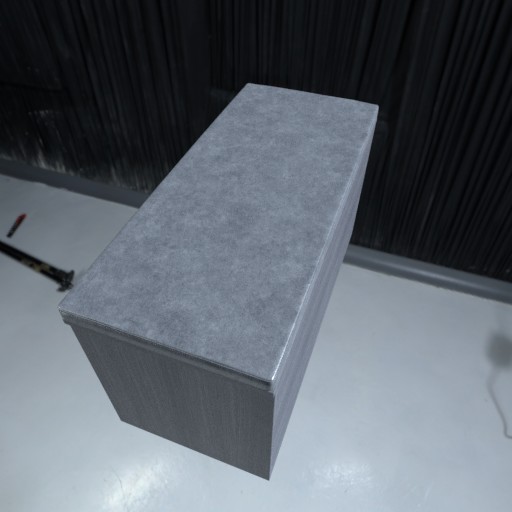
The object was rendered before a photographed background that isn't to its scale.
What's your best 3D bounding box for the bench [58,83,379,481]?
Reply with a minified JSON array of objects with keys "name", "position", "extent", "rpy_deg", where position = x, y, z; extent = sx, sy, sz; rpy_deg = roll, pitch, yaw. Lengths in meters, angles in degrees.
[{"name":"bench","position":[0.000,0.000,1.182],"extent":[0.401,0.501,0.905],"rpy_deg":[15,49,14]}]
